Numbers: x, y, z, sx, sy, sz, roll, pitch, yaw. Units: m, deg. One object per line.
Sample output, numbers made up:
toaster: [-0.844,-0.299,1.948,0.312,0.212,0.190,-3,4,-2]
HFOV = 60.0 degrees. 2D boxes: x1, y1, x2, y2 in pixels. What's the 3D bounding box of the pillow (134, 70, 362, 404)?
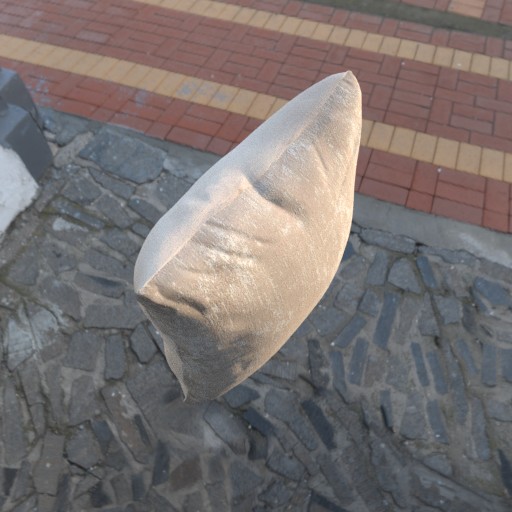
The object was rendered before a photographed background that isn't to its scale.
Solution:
pillow: [0.000,0.000,0.726,0.245,0.448,0.450,33,64,19]
